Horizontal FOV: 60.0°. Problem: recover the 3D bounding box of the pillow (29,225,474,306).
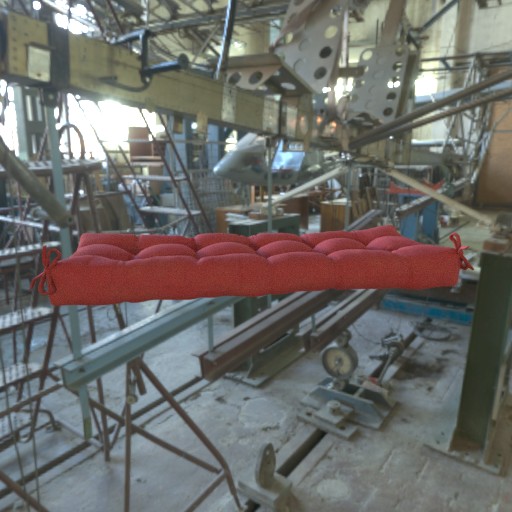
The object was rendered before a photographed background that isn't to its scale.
[{"bbox_3d":[0.000,0.000,1.346,1.194,0.174,0.511,-2,13,-9],"label":"pillow"}]
